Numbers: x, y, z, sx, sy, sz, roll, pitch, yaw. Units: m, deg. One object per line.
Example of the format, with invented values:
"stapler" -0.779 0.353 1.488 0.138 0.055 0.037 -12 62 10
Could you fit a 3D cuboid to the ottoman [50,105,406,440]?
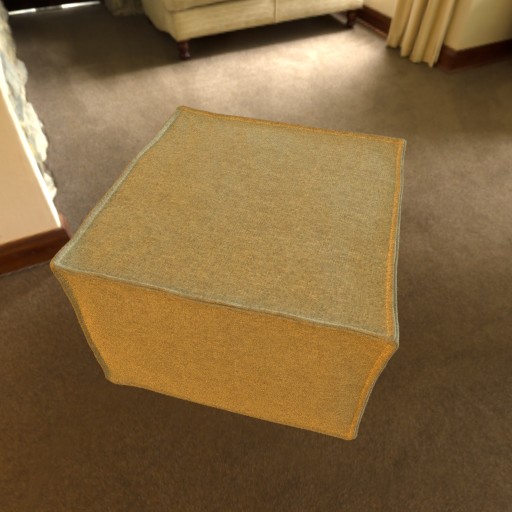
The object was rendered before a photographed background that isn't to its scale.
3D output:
"ottoman" 0.000 0.000 1.182 0.696 0.470 0.707 11 47 10
